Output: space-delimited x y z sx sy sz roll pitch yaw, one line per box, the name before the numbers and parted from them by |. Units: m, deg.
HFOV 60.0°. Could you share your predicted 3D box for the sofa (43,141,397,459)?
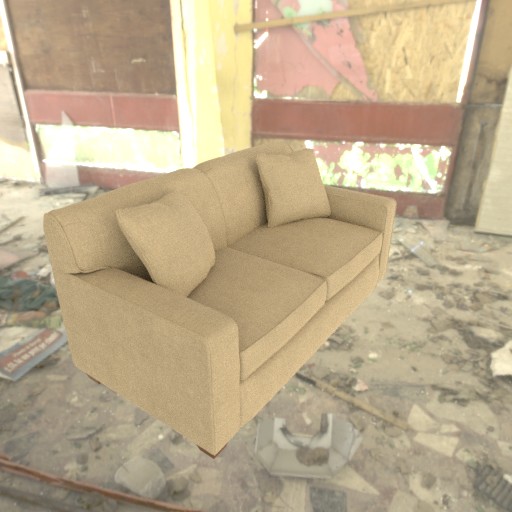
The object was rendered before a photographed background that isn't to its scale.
sofa | 0.000 0.000 2.490 0.998 0.958 1.846 18 31 31
